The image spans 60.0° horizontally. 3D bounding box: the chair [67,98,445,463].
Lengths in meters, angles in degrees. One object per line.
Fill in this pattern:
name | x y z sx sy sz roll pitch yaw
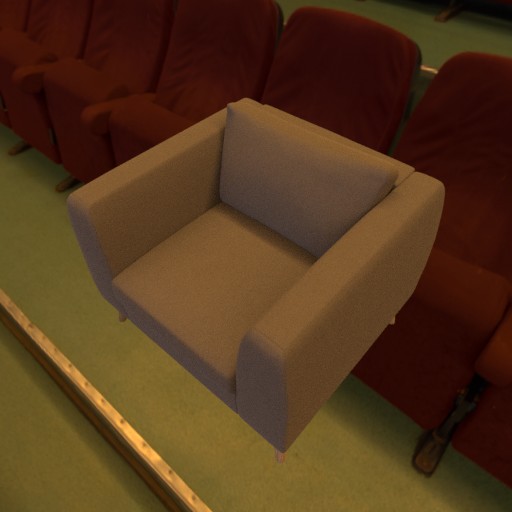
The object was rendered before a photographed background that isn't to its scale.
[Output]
chair | 0.000 0.000 1.698 1.000 0.860 0.930 33 55 27
